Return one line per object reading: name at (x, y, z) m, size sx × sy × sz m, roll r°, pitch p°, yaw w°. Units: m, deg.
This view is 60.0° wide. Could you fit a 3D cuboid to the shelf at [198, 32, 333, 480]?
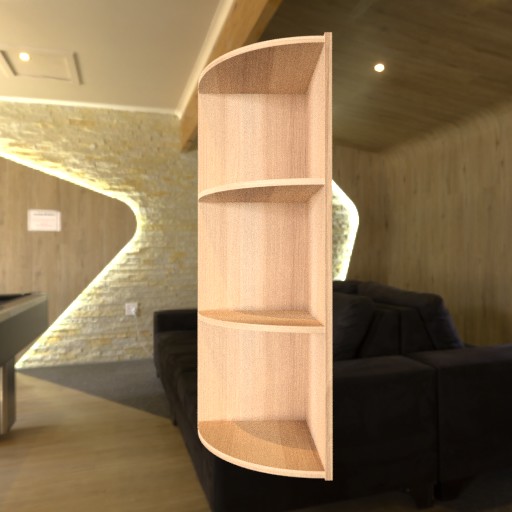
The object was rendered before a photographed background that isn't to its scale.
shelf at (0.000, 0.000, 1.004) m, size 0.290 × 0.872 × 0.290 m, roll 0°, pitch 0°, yaw -1°
